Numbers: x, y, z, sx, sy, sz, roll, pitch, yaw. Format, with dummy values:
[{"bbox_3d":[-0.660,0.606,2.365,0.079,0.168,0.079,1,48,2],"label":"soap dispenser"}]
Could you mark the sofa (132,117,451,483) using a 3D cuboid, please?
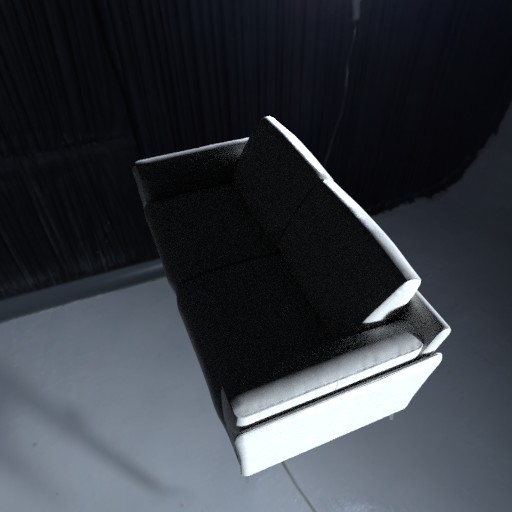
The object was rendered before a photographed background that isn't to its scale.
[{"bbox_3d":[0.000,0.000,2.642,1.049,0.930,2.101,-16,47,-16],"label":"sofa"}]
